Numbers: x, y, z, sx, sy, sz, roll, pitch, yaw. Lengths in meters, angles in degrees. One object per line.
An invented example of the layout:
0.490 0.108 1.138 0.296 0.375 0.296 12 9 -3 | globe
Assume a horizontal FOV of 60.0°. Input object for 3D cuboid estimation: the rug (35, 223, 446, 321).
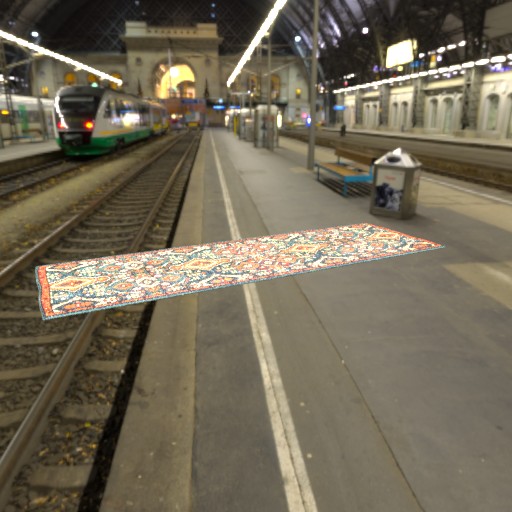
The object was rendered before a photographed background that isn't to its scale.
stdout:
0.000 0.000 2.750 2.459 0.010 0.801 -9 19 -26 | rug
